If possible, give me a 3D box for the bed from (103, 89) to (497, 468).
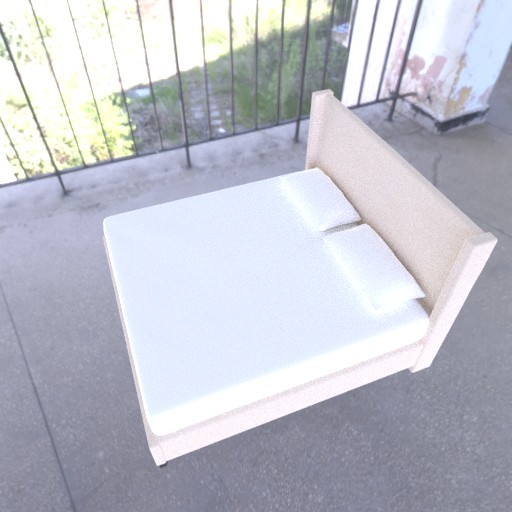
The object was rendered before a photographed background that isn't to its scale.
[{"bbox_3d":[0.000,0.000,3.578,2.293,1.471,2.145,-16,48,-15],"label":"bed"}]
